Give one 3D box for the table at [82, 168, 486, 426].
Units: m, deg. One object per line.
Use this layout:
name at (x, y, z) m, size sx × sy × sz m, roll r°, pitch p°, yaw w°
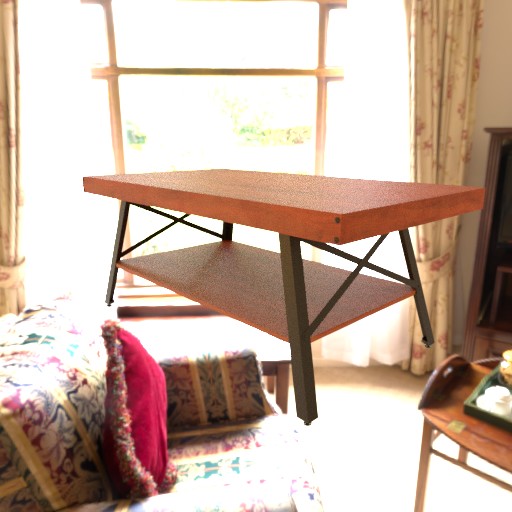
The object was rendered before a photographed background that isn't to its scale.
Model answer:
table at (0.000, 0.000, 1.366) m, size 0.610 × 0.457 × 1.067 m, roll -13°, pitch 20°, yaw -41°
